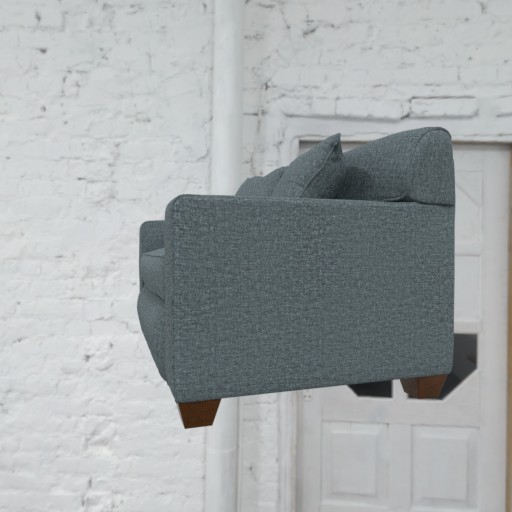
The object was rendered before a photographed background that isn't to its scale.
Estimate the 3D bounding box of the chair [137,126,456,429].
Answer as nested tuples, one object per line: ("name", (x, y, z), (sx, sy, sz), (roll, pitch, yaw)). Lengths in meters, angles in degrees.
("chair", (0.000, 0.000, 1.985), (1.000, 0.948, 1.383), (0, 1, -18))
